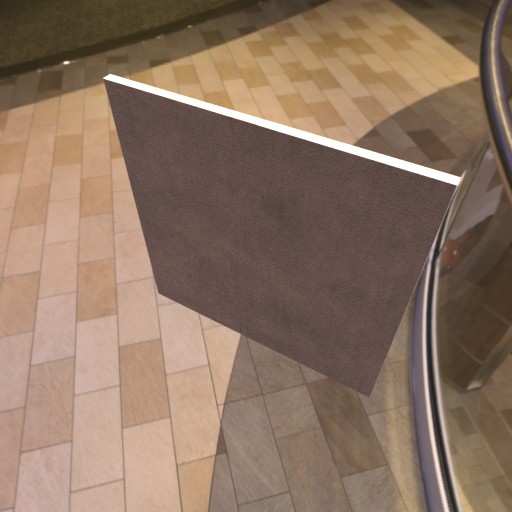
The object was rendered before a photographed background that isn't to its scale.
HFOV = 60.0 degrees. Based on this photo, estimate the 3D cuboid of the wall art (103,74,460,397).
[{"bbox_3d":[0.000,0.000,0.982,0.664,0.661,0.020,23,51,20],"label":"wall art"}]
